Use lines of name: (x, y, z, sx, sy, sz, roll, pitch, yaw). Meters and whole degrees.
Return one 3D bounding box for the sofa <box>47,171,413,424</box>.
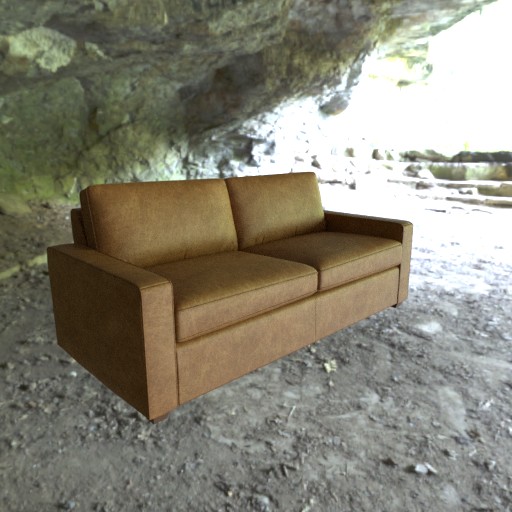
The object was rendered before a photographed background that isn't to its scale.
sofa: (0.000, 0.000, 2.700, 2.156, 0.928, 0.991, -13, 19, -42)
